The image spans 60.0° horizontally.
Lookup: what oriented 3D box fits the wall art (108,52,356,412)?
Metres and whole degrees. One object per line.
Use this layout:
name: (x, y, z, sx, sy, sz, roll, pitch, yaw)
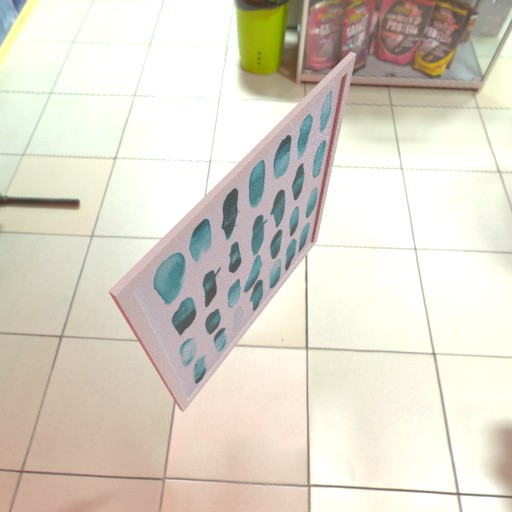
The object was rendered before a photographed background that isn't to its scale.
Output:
wall art: (0.000, 0.000, 0.701, 0.009, 0.457, 0.456, 31, 63, 18)
